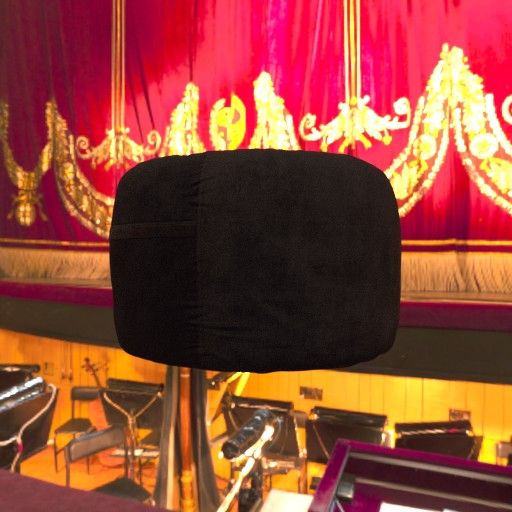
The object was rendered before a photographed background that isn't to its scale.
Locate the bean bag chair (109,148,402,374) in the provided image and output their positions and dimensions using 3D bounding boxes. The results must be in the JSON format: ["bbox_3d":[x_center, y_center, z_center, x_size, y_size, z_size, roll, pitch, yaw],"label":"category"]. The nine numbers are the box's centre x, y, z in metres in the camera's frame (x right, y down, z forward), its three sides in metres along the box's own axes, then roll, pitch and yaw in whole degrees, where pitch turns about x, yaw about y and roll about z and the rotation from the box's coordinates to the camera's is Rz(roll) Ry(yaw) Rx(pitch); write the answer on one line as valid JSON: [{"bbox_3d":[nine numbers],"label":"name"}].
[{"bbox_3d":[0.000,0.000,1.955,1.219,0.762,1.219,0,1,0],"label":"bean bag chair"}]
